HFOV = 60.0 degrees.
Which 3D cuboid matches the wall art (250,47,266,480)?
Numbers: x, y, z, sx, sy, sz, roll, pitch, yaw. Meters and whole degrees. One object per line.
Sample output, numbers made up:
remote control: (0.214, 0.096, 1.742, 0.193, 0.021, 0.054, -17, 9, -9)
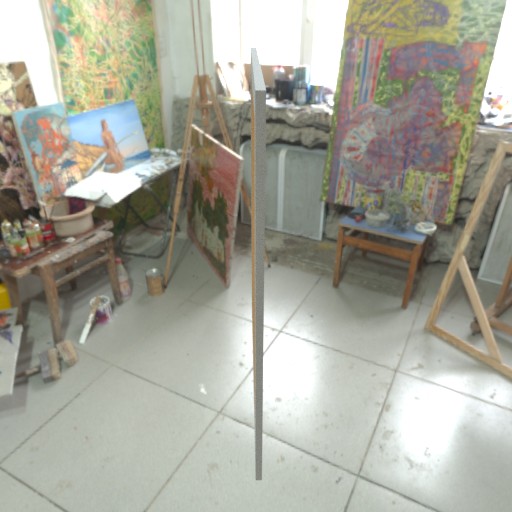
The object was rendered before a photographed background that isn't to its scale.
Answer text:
wall art: (0.000, 0.000, 0.816, 0.011, 0.659, 0.454, -1, 30, -1)
